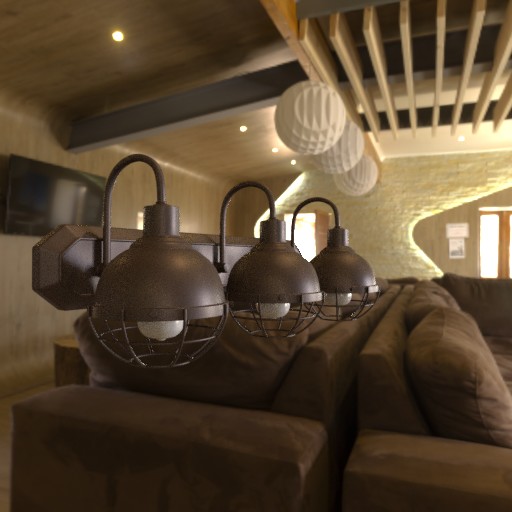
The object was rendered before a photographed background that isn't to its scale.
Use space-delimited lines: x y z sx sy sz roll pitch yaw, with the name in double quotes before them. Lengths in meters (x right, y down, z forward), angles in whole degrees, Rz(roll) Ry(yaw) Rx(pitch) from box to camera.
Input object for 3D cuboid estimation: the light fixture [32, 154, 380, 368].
"light fixture" 0.000 0.000 0.740 0.229 0.254 0.634 0 -1 36
